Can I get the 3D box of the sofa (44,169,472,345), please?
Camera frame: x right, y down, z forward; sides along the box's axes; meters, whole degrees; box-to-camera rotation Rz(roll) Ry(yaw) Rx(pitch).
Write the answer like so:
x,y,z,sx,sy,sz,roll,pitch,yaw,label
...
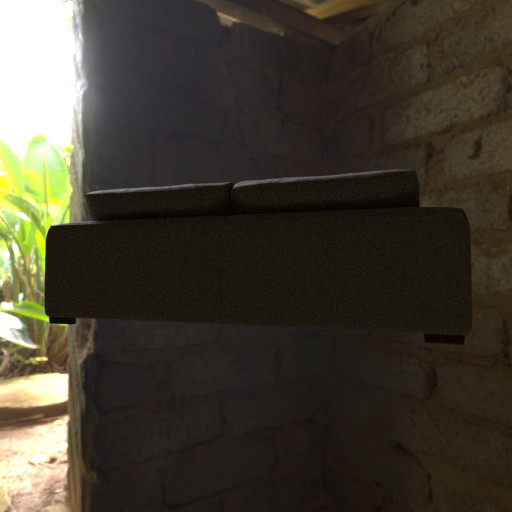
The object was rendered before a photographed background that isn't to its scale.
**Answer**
x,y,z,sx,sy,sz,roll,pitch,yaw,label
0.000,0.000,2.694,2.262,0.801,1.070,-1,-2,19,sofa
